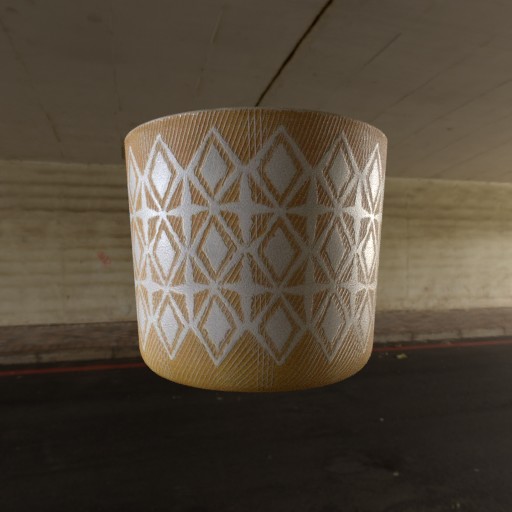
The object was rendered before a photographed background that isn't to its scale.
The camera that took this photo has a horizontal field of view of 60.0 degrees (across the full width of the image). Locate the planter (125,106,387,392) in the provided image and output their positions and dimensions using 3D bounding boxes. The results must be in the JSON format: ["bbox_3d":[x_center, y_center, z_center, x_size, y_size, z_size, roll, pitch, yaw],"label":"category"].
[{"bbox_3d":[0.000,0.000,0.339,0.193,0.165,0.193,0,0,0],"label":"planter"}]
